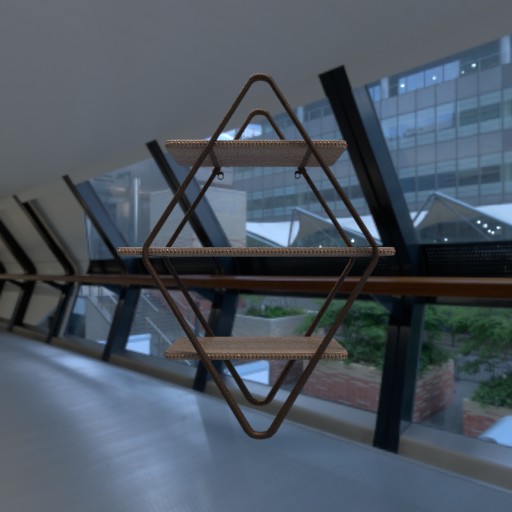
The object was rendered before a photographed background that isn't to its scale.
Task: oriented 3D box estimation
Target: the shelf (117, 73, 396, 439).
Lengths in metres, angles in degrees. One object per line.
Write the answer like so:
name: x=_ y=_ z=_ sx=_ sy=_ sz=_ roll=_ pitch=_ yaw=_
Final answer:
shelf: x=0.000 y=0.000 z=1.046 sx=0.609 sy=0.774 sz=0.234 roll=0 pitch=-1 yaw=0
